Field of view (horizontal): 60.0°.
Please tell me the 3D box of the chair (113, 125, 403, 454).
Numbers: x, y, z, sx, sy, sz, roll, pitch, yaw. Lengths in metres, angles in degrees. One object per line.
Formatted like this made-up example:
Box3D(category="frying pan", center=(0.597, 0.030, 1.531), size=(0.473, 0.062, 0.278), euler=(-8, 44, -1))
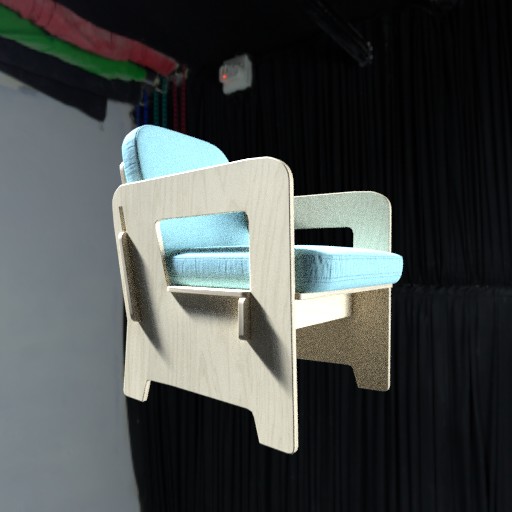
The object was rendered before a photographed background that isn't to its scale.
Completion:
Box3D(category="chair", center=(0.000, 0.000, 1.273), size=(0.710, 0.800, 0.590), euler=(0, -1, 36))
